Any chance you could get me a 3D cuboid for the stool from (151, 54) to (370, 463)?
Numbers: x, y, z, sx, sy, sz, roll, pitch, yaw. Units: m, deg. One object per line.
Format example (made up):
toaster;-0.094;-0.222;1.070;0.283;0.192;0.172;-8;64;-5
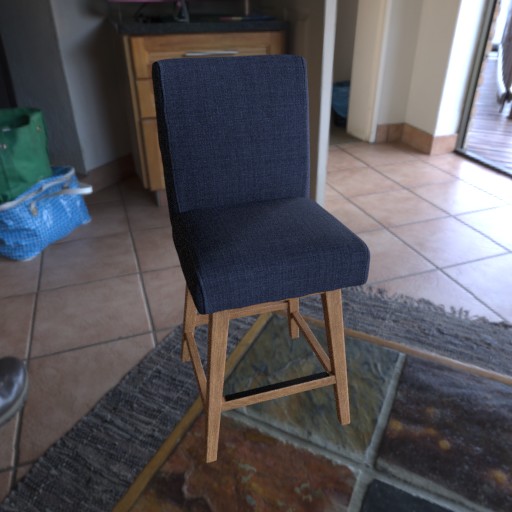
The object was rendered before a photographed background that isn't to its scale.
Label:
stool;0.000;0.000;1.279;0.459;1.010;0.526;-9;32;-15
